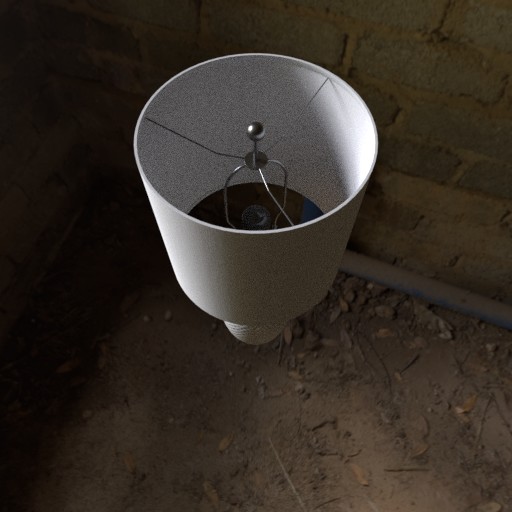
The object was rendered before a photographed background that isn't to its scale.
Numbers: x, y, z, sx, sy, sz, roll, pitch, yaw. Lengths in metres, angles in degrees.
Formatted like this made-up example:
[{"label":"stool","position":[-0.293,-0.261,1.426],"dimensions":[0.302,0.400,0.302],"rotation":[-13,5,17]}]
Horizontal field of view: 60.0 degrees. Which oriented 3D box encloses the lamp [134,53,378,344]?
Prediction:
[{"label":"lamp","position":[0.000,0.000,0.589],"dimensions":[0.214,0.466,0.214],"rotation":[-15,62,-8]}]
